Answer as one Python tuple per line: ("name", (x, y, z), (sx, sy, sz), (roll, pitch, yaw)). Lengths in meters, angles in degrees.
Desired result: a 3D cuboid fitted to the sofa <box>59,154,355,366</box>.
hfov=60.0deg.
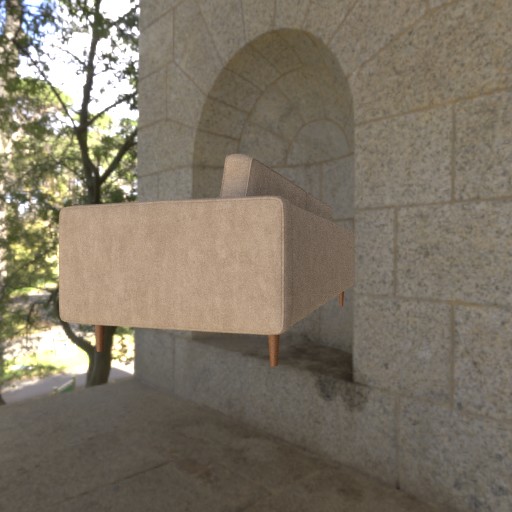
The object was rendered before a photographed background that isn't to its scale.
("sofa", (0.000, 0.000, 2.583), (0.919, 0.770, 2.200), (0, 0, 18))
